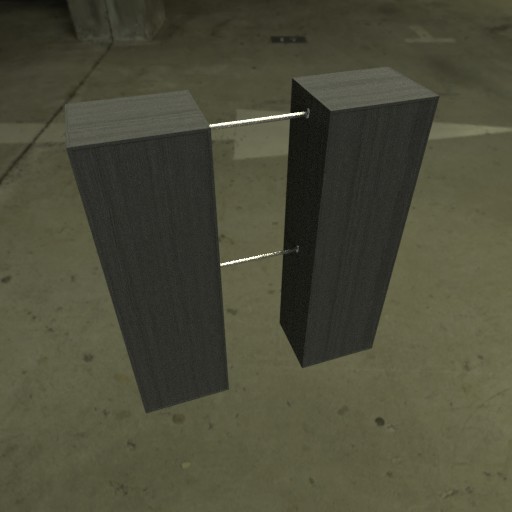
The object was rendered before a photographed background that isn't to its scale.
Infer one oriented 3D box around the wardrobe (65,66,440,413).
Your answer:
[{"bbox_3d":[0.000,0.000,2.813,1.770,2.000,0.480,-12,42,-14],"label":"wardrobe"}]
